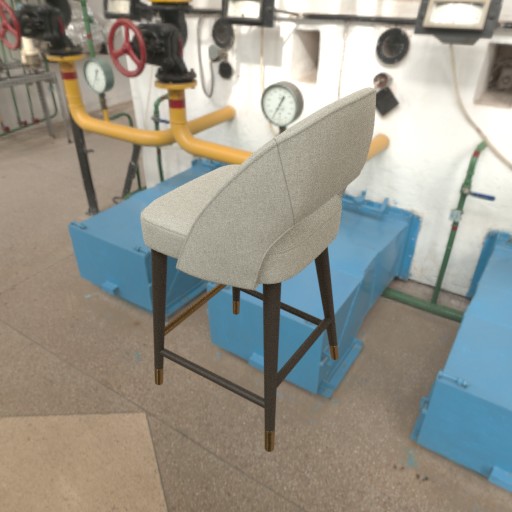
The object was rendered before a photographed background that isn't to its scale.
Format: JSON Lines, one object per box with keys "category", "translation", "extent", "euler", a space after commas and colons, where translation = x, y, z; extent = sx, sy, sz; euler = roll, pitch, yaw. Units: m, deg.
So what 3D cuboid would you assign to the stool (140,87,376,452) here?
{"category": "stool", "translation": [0.000, 0.000, 1.245], "extent": [0.509, 0.940, 0.494], "euler": [20, 38, 28]}
